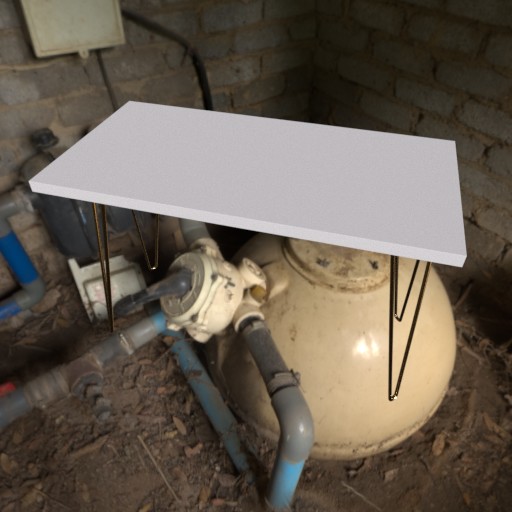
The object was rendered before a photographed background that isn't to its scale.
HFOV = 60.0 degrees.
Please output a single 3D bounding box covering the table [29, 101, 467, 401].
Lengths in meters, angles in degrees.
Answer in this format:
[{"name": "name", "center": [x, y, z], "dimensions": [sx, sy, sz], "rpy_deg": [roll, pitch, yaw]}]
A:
[{"name": "table", "center": [0.000, 0.000, 1.356], "dimensions": [0.991, 0.660, 0.498], "rpy_deg": [11, 43, 12]}]
